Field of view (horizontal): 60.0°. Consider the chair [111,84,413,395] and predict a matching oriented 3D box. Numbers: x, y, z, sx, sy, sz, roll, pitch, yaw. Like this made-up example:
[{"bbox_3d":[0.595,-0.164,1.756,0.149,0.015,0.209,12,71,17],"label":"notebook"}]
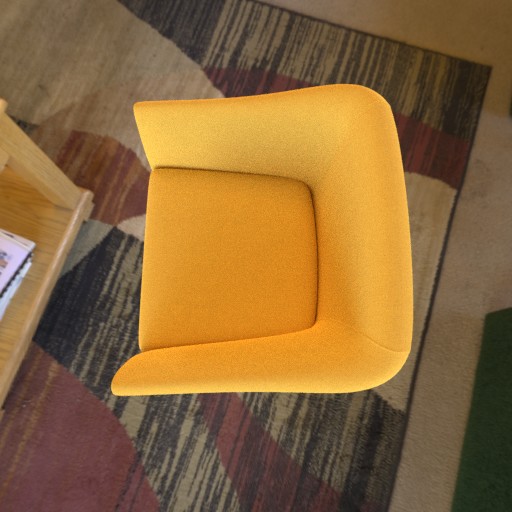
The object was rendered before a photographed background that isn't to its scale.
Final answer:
[{"bbox_3d":[0.000,0.000,1.345,0.700,0.720,0.790,0,75,0],"label":"chair"}]
